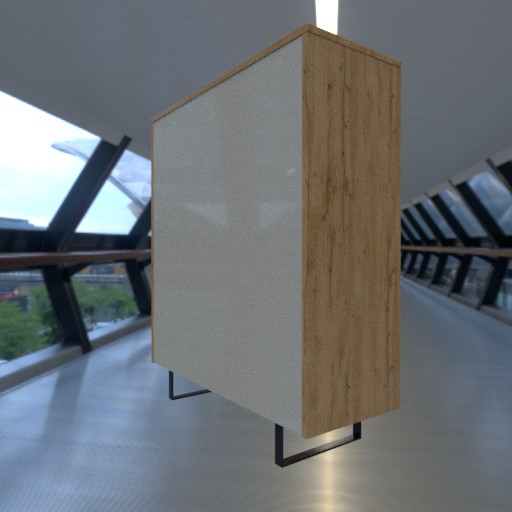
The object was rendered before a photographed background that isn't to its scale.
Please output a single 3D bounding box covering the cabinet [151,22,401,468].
[{"bbox_3d":[0.000,0.000,1.933,0.473,1.397,1.168,0,1,-36],"label":"cabinet"}]
